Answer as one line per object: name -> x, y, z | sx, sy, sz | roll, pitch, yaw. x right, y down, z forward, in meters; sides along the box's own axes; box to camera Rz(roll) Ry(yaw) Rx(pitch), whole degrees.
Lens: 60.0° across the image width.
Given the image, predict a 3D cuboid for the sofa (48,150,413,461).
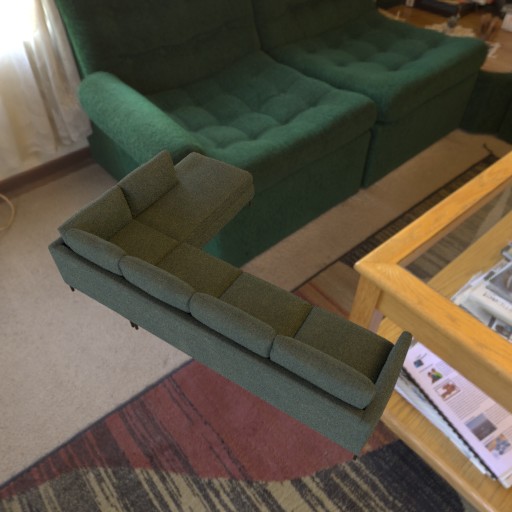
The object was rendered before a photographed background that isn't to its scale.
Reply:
sofa -> 0.000, 0.000, 3.909 | 2.949, 0.815, 2.007 | 25, 51, 22
